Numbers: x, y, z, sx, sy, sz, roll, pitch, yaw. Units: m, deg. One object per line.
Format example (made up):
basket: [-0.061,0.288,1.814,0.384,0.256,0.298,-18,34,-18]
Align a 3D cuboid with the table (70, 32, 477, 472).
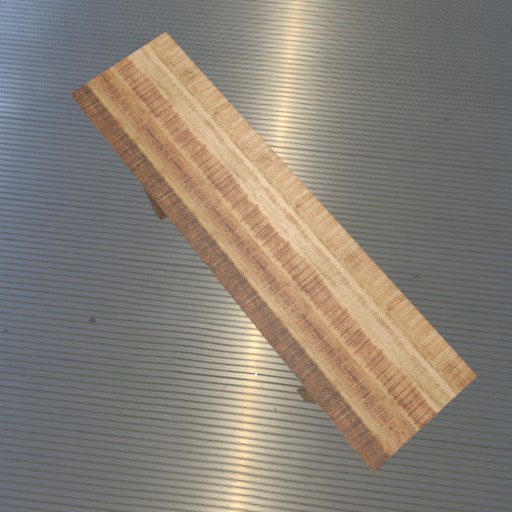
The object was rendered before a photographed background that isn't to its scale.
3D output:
table: [0.000,0.000,1.786,0.405,0.810,1.524,-38,78,-9]
